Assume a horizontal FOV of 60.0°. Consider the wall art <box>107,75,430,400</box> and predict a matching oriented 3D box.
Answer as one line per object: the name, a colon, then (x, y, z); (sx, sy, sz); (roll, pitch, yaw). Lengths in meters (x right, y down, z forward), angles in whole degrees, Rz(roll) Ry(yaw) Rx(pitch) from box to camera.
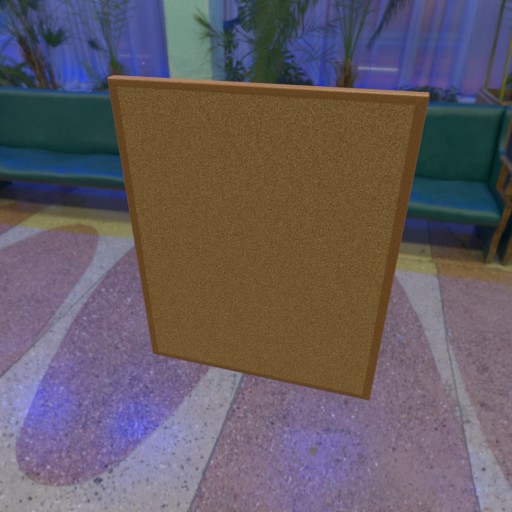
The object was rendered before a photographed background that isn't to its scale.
wall art: (0.000, 0.000, 0.753); (0.452, 0.553, 0.022); (9, 33, 14)
